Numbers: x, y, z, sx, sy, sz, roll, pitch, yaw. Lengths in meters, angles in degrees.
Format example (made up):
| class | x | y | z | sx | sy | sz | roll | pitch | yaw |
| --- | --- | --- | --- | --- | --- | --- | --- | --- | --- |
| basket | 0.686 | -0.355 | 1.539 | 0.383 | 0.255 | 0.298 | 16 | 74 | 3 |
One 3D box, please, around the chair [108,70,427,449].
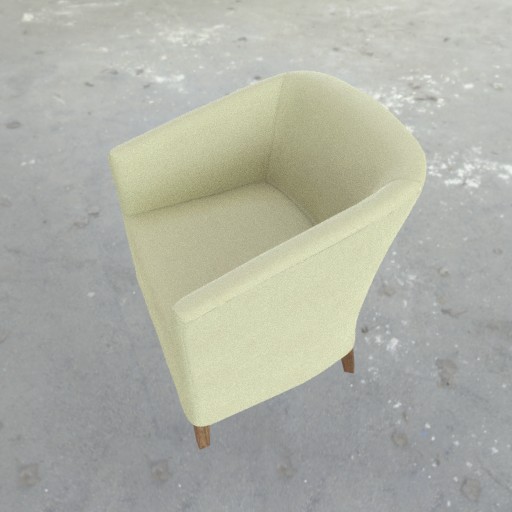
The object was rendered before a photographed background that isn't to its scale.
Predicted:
| class | x | y | z | sx | sy | sz | roll | pitch | yaw |
| --- | --- | --- | --- | --- | --- | --- | --- | --- | --- |
| chair | 0.000 | 0.000 | 1.286 | 0.657 | 0.822 | 0.643 | -18 | 49 | -17 |
